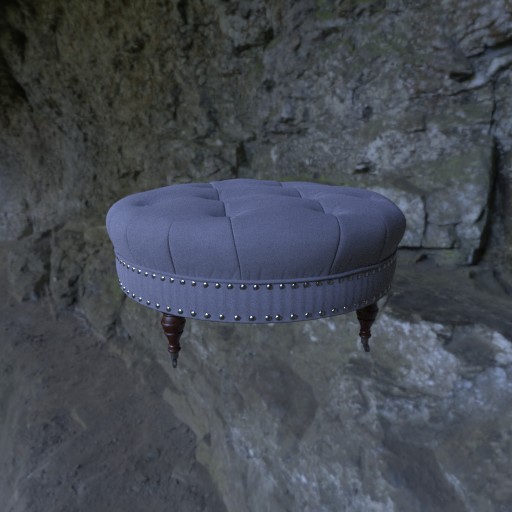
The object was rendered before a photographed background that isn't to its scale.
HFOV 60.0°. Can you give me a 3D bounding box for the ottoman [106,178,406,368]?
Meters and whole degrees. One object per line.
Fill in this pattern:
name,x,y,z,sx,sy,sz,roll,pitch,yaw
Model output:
ottoman,0.000,0.000,1.413,0.901,0.439,0.901,0,15,0
